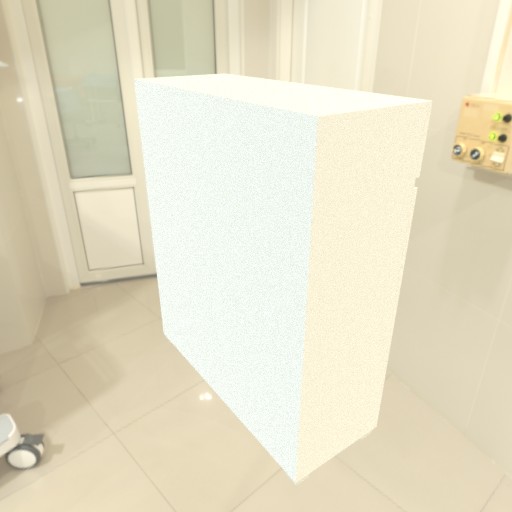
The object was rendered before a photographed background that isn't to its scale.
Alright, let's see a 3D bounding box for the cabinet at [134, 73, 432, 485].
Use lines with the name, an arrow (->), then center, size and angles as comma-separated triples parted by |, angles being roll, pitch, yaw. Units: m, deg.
cabinet -> 0.000, 0.000, 1.667 | 0.400, 1.190, 1.000 | -18, 32, -31
